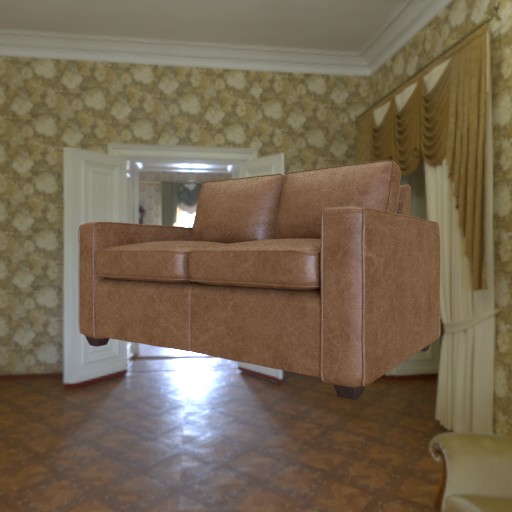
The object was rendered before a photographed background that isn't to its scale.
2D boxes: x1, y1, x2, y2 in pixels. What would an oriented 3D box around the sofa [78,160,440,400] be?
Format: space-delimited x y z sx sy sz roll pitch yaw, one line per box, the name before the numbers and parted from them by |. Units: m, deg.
sofa | 0.000 0.000 2.174 1.532 0.896 1.020 0 1 36
